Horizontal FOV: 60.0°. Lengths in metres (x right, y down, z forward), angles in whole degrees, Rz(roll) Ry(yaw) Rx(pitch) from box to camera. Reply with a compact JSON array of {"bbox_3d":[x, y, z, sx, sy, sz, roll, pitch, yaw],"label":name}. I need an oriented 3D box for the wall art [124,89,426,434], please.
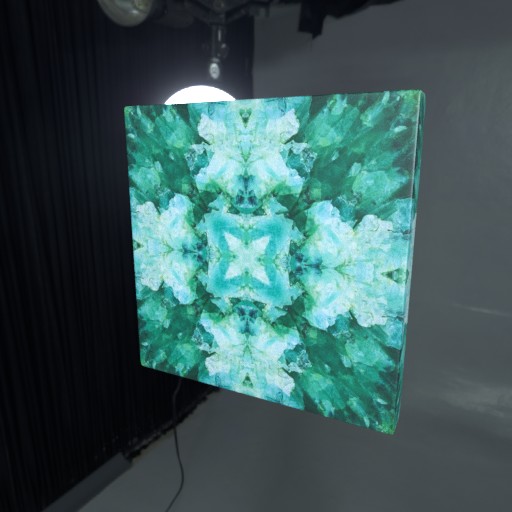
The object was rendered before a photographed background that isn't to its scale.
[{"bbox_3d":[0.000,0.000,0.472,0.313,0.313,0.033,7,15,26],"label":"wall art"}]
